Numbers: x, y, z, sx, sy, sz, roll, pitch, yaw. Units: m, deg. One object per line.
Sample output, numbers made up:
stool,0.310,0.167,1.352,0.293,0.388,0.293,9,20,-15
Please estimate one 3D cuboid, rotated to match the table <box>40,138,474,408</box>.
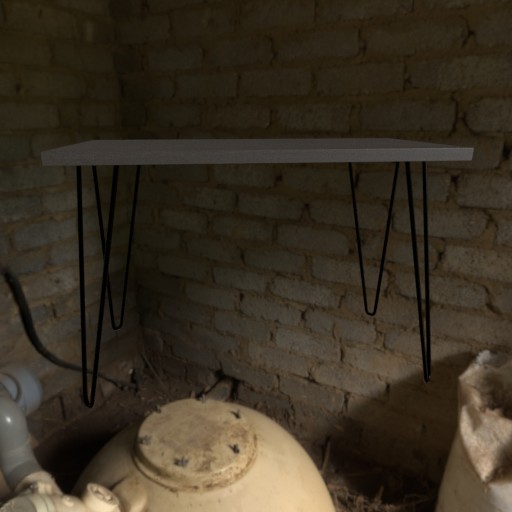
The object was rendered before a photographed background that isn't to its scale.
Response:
table,0.000,0.000,1.340,0.991,0.660,0.499,-2,18,-7
